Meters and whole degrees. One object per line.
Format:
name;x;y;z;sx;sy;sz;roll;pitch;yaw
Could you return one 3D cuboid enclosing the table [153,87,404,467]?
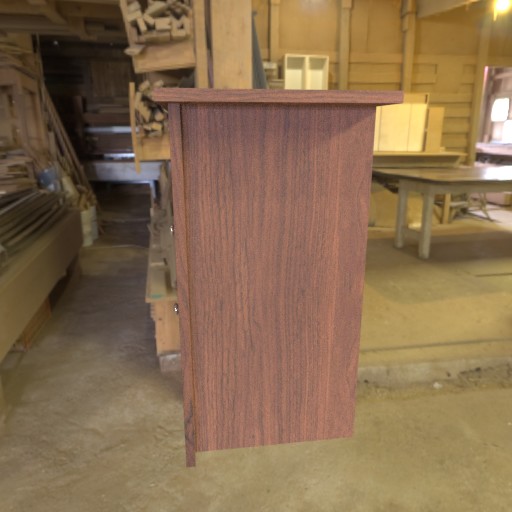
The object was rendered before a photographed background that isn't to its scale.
table;0.000;0.000;1.075;0.406;0.711;0.589;-2;16;-8
